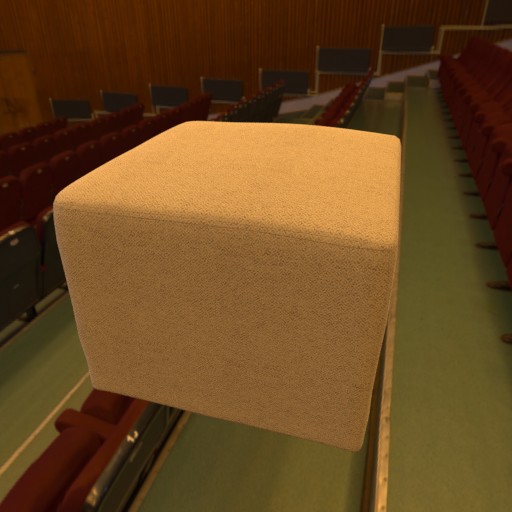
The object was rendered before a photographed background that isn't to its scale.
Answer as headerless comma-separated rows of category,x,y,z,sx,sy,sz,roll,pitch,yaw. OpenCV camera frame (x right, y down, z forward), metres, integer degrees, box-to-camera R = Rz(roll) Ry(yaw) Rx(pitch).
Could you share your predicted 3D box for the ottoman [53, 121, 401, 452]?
ottoman,0.000,0.000,0.897,0.512,0.453,0.521,8,31,14
